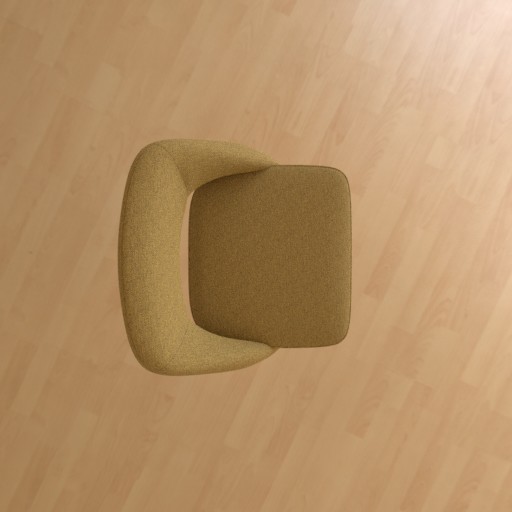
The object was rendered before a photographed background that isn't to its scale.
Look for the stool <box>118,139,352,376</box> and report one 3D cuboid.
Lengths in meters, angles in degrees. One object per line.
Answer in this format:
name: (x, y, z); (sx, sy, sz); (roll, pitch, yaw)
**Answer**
stool: (0.000, 0.000, 1.275); (0.522, 0.939, 0.536); (0, 91, 0)
